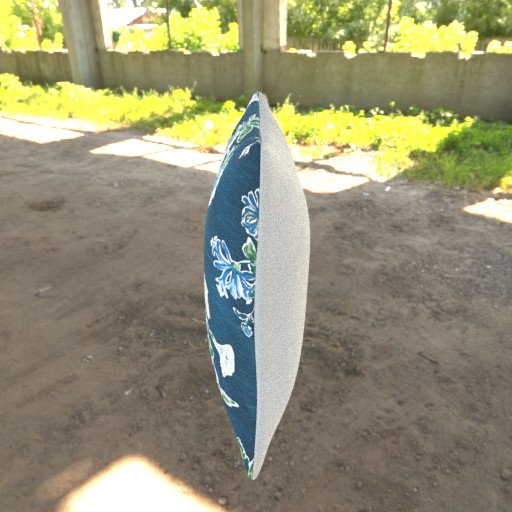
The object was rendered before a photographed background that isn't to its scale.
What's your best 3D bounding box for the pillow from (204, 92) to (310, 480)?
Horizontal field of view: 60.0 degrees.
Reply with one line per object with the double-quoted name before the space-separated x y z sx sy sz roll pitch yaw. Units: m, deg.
"pillow" 0.000 0.000 0.796 0.166 0.508 0.525 0 26 0
